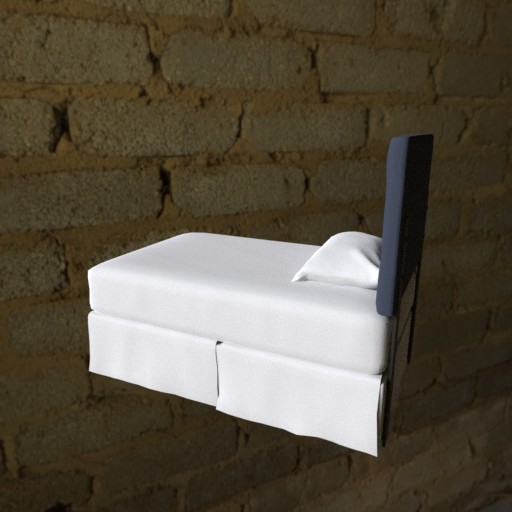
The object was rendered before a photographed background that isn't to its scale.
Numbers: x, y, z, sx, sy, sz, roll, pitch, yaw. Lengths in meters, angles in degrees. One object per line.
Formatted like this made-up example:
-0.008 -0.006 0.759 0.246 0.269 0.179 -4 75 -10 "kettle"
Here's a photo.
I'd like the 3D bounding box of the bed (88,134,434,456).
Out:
0.000 0.000 2.949 1.997 1.571 1.261 8 18 25 "bed"
